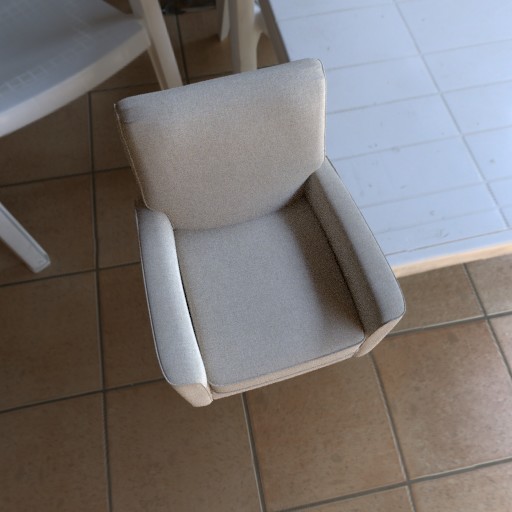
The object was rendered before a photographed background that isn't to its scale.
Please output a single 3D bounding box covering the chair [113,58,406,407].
[{"bbox_3d":[0.000,0.000,1.661,0.845,1.023,0.859,-16,66,-7],"label":"chair"}]
